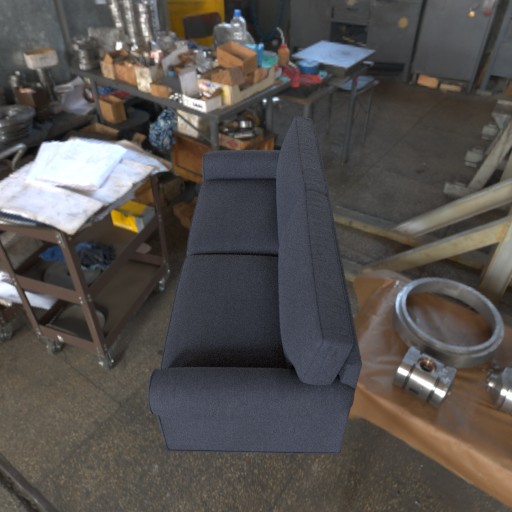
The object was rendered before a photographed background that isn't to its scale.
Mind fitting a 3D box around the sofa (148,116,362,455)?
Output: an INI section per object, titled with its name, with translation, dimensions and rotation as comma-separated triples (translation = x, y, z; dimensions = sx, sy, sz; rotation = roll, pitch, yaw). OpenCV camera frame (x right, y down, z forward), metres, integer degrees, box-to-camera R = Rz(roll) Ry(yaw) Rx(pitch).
[sofa]
translation = 0.000, 0.000, 2.907
dimensions = 0.954, 1.026, 2.391
rotation = 1, 40, 1
